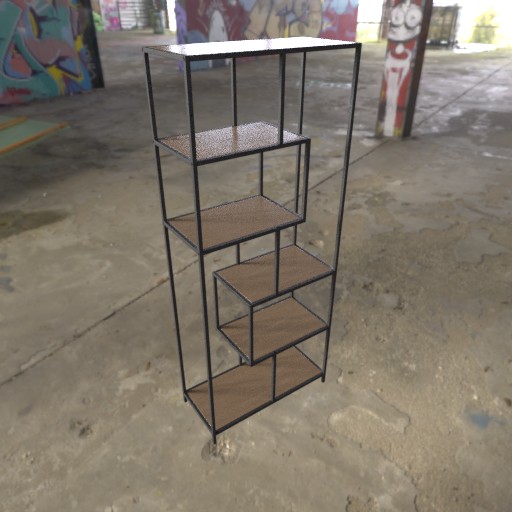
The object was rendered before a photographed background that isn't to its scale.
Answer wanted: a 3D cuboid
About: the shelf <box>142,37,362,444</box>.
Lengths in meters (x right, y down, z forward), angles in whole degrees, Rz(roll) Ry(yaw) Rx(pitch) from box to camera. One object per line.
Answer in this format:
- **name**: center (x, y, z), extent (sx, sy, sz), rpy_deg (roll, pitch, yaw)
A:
- **shelf**: center (0.000, 0.000, 2.141), extent (0.770, 1.850, 0.350), rpy_deg (-19, 36, -29)
